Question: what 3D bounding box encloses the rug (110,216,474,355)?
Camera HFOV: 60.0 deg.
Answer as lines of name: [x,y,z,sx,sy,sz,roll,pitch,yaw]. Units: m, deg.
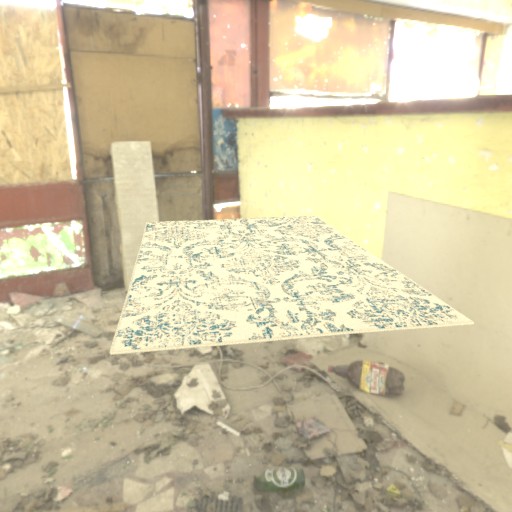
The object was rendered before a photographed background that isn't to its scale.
rug: [0.000,0.000,2.290,1.213,0.012,1.831,-3,17,-10]
